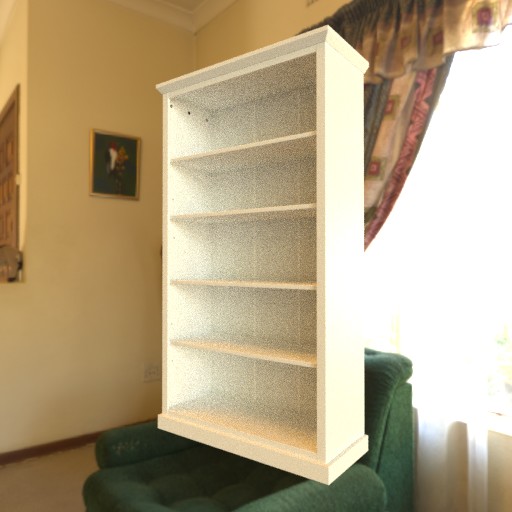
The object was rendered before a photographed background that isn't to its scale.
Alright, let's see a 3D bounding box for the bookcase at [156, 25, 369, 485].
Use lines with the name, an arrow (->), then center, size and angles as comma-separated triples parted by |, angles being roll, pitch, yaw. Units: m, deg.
bookcase -> 0.000, 0.000, 2.286 | 1.050, 1.880, 0.432 | 0, -1, 36
